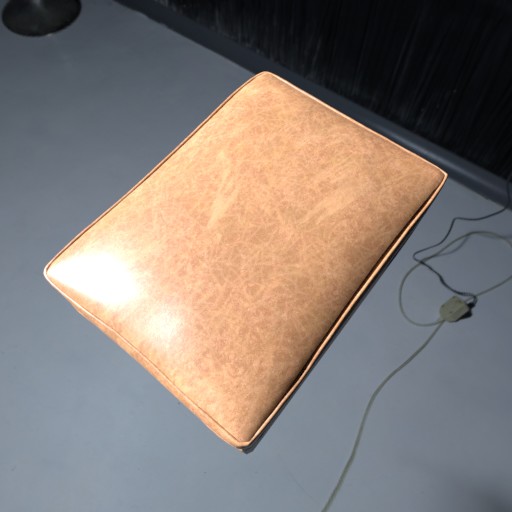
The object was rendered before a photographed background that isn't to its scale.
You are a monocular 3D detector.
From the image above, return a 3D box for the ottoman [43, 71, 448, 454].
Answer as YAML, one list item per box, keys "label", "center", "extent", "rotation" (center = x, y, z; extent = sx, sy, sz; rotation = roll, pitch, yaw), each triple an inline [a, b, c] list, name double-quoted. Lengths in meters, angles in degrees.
- label: "ottoman"
  center: [0.000, 0.000, 1.111]
  extent: [0.554, 0.468, 0.756]
  rotation: [36, 69, 16]
